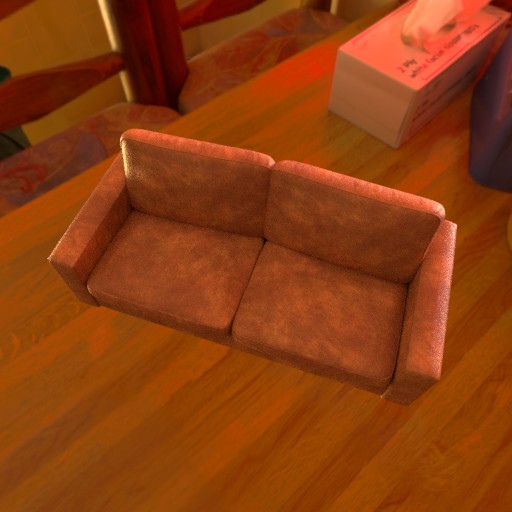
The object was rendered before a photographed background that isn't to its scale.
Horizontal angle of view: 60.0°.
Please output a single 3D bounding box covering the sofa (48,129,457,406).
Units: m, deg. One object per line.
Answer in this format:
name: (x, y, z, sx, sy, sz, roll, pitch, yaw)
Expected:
sofa: (0.000, 0.000, 2.643, 2.179, 0.873, 1.016, 16, 59, 10)
